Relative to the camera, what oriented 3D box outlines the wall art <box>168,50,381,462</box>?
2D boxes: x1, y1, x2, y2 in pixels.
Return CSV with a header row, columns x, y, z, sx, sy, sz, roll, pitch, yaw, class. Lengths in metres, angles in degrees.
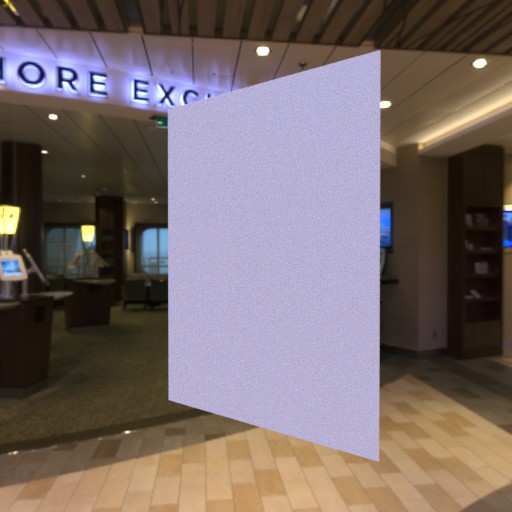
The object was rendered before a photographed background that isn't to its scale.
x,y,z,sx,sy,sz,roll,pitch,yaw,class
0.000,0.000,0.794,0.457,0.610,0.003,1,1,37,wall art
